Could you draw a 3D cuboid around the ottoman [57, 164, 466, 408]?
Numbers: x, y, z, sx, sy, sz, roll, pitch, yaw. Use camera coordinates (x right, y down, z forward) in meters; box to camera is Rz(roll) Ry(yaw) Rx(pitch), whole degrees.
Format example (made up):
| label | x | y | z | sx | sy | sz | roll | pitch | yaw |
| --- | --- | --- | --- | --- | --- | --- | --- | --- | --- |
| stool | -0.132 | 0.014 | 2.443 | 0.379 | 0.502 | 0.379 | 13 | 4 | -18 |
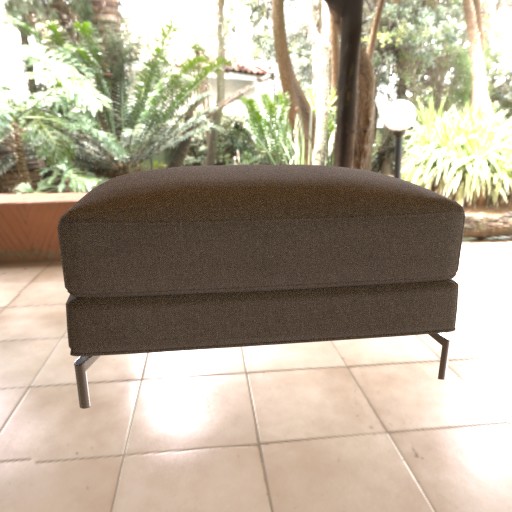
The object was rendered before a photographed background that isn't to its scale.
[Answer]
| label | x | y | z | sx | sy | sz | roll | pitch | yaw |
| --- | --- | --- | --- | --- | --- | --- | --- | --- | --- |
| ottoman | 0.000 | 0.000 | 1.158 | 0.838 | 0.457 | 0.584 | -2 | 17 | -8 |
